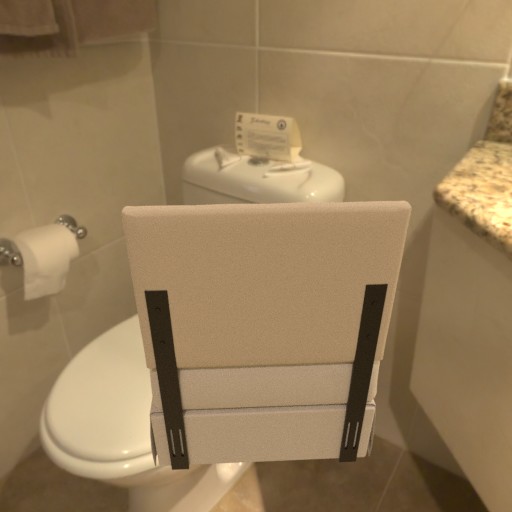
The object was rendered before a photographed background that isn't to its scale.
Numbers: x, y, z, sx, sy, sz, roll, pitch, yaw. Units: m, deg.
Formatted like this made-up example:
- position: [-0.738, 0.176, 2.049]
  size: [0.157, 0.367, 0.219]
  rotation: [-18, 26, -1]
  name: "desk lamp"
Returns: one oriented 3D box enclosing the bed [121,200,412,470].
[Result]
- position: [0.000, 0.000, 2.942]
  size: [1.261, 1.571, 1.997]
  rotation: [-1, 30, -2]
  name: "bed"
